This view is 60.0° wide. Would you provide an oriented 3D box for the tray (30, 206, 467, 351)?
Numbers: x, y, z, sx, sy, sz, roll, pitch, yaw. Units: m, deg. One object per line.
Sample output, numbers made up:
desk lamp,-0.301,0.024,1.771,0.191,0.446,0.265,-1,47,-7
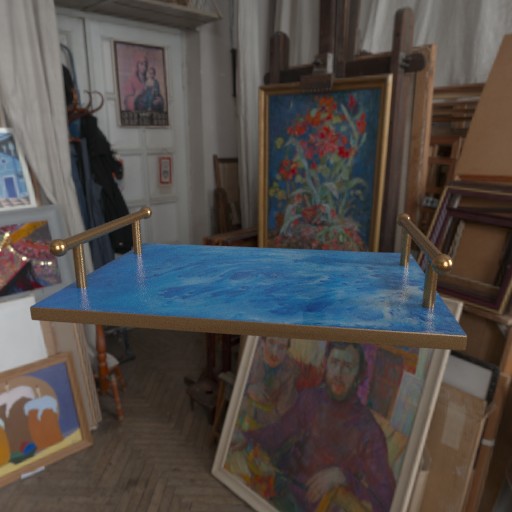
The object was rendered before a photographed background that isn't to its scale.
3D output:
tray,0.000,0.000,0.579,0.444,0.084,0.304,2,15,9
